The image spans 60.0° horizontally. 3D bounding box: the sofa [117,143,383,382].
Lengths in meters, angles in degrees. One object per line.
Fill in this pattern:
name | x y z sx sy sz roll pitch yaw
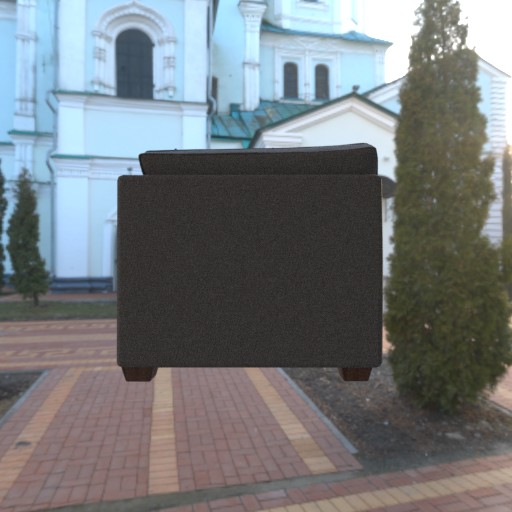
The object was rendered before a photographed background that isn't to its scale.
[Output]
sofa | 0.000 0.000 2.856 1.110 1.033 2.237 0 -1 1
